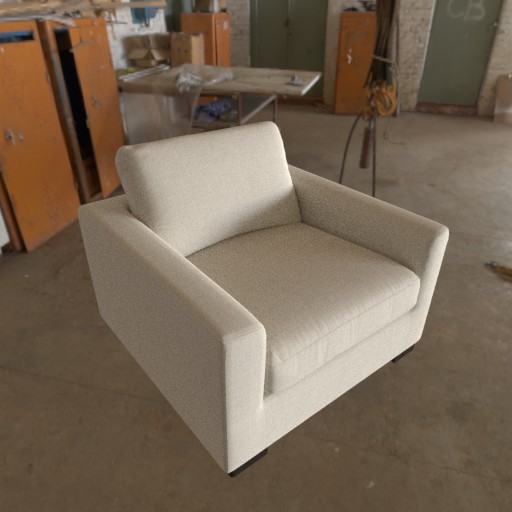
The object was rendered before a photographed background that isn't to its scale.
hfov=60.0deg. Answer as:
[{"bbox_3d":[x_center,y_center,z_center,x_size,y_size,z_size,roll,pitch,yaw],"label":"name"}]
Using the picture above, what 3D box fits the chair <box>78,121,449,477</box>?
[{"bbox_3d":[0.000,0.000,1.859,1.070,0.876,1.100,-22,36,-32],"label":"chair"}]
